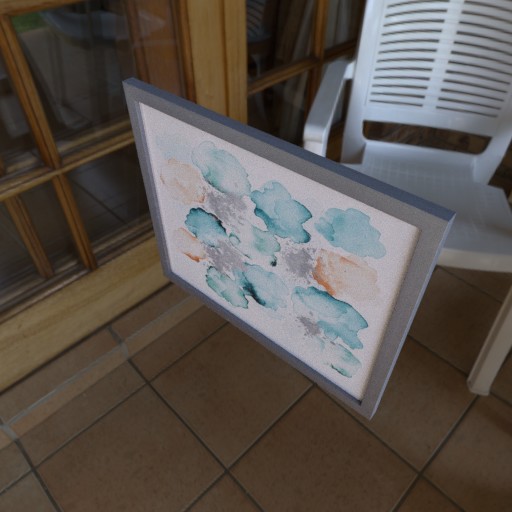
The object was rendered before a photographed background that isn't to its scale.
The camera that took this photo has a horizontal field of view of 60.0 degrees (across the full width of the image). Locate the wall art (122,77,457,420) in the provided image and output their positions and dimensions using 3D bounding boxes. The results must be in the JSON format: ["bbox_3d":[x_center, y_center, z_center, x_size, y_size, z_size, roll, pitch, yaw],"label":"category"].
[{"bbox_3d":[0.000,0.000,0.916,0.660,0.558,0.026,30,52,27],"label":"wall art"}]
